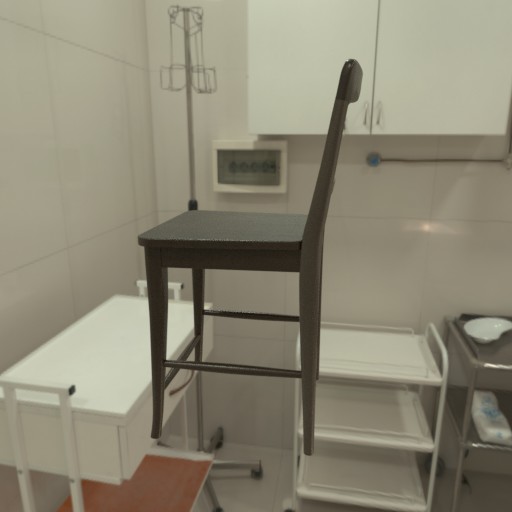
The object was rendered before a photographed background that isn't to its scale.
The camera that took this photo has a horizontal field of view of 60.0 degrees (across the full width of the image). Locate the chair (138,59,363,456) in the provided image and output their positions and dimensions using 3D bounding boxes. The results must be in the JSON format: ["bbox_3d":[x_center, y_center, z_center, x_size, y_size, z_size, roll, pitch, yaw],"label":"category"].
[{"bbox_3d":[0.000,0.000,1.291,0.546,0.991,0.450,3,15,10],"label":"chair"}]
